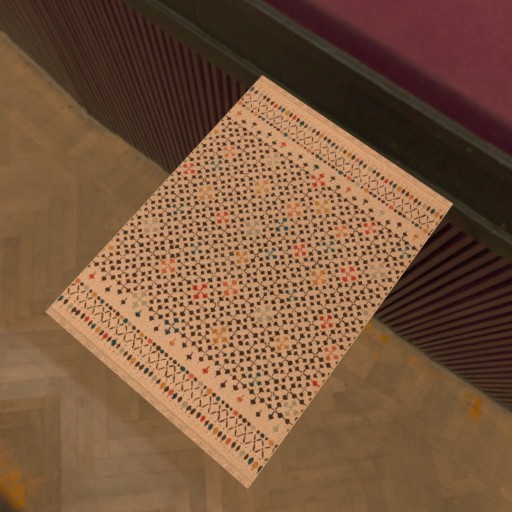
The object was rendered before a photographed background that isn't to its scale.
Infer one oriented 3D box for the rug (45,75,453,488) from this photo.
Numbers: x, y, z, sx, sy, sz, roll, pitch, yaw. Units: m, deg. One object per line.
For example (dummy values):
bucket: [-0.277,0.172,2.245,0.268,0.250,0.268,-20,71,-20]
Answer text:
rug: [0.000,0.000,2.028,1.146,0.006,1.556,37,78,9]
